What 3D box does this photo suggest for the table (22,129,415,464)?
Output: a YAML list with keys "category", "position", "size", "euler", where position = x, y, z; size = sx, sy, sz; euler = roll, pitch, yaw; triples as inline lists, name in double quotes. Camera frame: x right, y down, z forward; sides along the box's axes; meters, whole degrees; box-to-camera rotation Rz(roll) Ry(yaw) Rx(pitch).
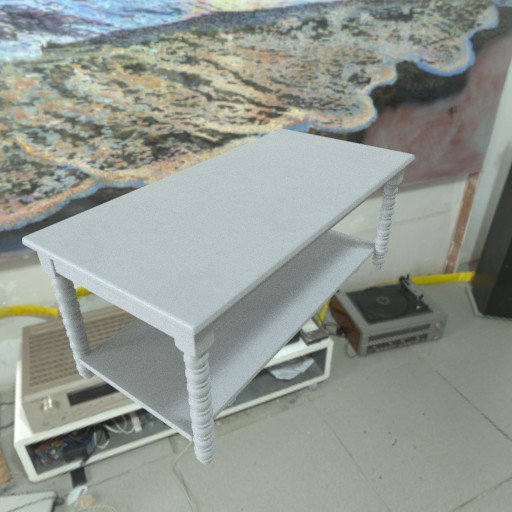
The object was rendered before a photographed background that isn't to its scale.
- category: "table"
  position: [0.000, 0.000, 1.465]
  size: [0.580, 0.487, 1.171]
  euler: [21, 37, 30]
